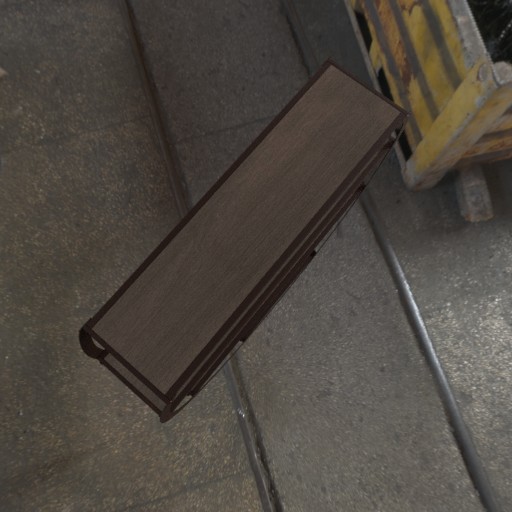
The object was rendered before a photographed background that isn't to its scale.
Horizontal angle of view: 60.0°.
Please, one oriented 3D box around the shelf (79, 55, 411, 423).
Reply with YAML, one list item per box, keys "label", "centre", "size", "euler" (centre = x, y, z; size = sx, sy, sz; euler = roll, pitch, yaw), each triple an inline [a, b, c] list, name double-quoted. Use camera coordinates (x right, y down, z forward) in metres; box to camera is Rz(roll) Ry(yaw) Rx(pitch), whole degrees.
- label: "shelf"
  centre: [0.000, 0.000, 1.897]
  size: [0.344, 1.063, 1.403]
  euler: [39, 79, 9]
